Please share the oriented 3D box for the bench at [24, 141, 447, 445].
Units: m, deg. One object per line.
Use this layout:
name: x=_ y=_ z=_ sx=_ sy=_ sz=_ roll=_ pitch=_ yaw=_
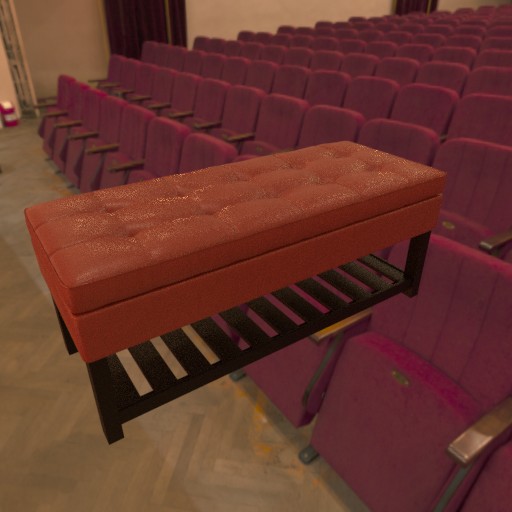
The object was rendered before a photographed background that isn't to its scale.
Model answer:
bench: x=0.000 y=0.000 z=1.302 sx=1.105 sy=0.460 sz=0.432 roll=-18 pitch=35 yaw=-29
